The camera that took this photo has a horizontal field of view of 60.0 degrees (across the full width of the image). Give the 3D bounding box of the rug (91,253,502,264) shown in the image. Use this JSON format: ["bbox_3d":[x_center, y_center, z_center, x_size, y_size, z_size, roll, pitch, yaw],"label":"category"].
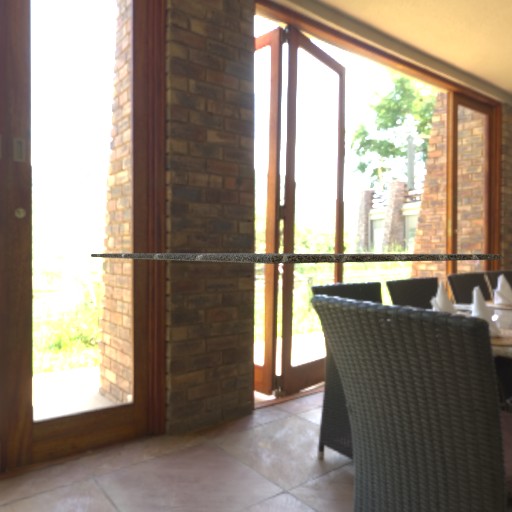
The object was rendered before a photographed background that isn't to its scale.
[{"bbox_3d":[0.000,0.000,2.935,1.524,0.030,2.438,0,1,-34],"label":"rug"}]
